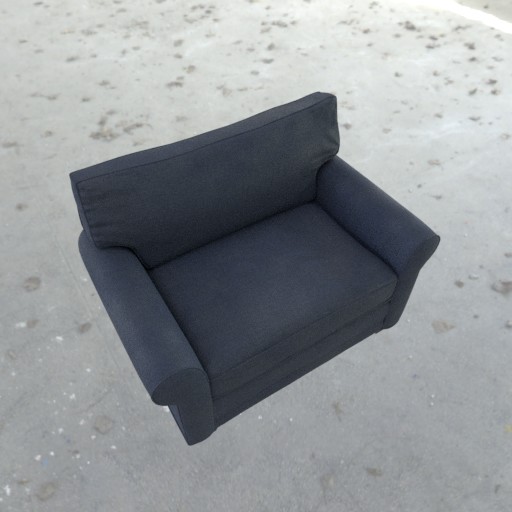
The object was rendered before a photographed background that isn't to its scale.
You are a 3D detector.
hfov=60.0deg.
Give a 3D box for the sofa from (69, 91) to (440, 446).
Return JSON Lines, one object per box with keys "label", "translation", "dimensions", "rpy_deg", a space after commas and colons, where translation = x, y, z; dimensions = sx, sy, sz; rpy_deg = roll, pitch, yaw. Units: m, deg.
{"label": "sofa", "translation": [0.000, 0.000, 2.075], "dimensions": [1.405, 1.004, 0.938], "rpy_deg": [-25, 52, -21]}
